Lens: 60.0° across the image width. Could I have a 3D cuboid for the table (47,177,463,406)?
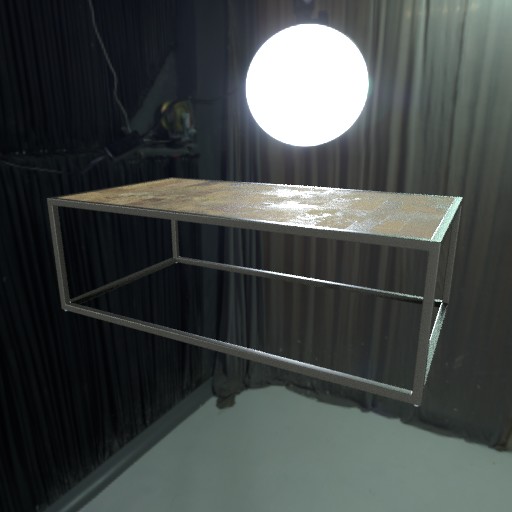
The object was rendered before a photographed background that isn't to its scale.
[{"bbox_3d":[0.000,0.000,1.508,1.199,0.398,0.649,9,19,26],"label":"table"}]
